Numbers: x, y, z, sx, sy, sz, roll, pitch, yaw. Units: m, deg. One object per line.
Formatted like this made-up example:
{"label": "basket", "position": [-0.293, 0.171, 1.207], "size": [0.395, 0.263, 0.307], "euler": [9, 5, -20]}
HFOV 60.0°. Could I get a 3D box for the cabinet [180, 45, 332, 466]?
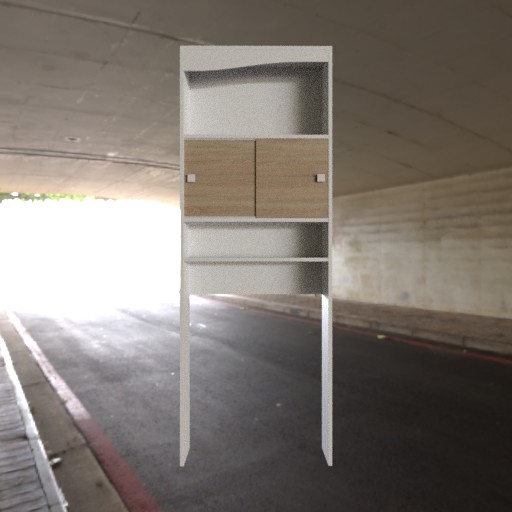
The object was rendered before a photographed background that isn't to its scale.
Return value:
{"label": "cabinet", "position": [0.000, 0.000, 1.950], "size": [0.643, 1.770, 0.192], "euler": [0, 0, 0]}
